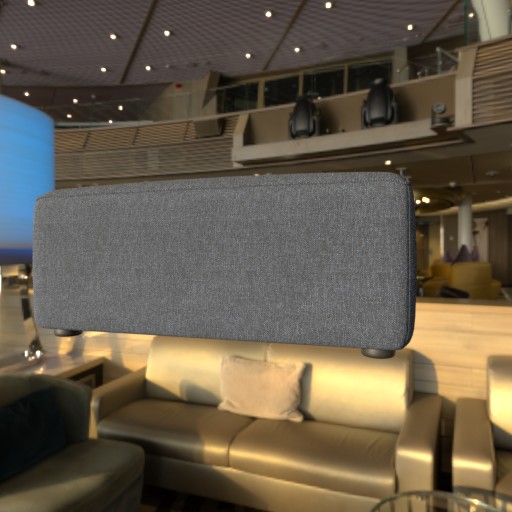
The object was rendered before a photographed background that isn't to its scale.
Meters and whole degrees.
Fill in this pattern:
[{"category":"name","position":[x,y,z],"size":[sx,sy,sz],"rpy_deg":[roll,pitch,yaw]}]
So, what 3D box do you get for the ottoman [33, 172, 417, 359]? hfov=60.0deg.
[{"category":"ottoman","position":[0.000,0.000,1.524],"size":[1.000,0.439,1.000],"rpy_deg":[0,1,17]}]
